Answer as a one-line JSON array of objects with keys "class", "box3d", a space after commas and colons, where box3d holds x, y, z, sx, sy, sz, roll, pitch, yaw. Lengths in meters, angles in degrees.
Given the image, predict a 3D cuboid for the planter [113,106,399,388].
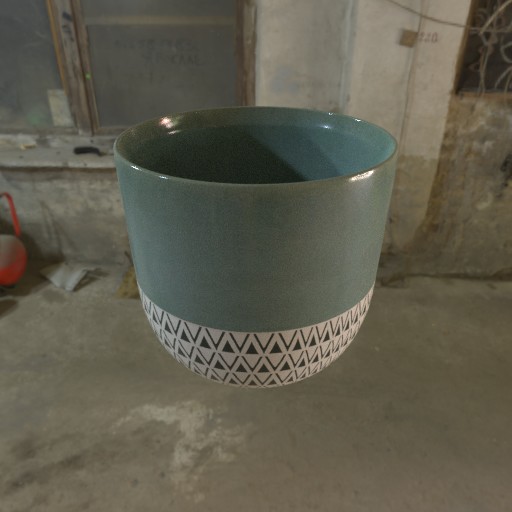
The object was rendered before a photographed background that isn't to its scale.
[{"class": "planter", "box3d": [0.000, 0.000, 0.495, 0.266, 0.270, 0.266, 0, 30, 0]}]
